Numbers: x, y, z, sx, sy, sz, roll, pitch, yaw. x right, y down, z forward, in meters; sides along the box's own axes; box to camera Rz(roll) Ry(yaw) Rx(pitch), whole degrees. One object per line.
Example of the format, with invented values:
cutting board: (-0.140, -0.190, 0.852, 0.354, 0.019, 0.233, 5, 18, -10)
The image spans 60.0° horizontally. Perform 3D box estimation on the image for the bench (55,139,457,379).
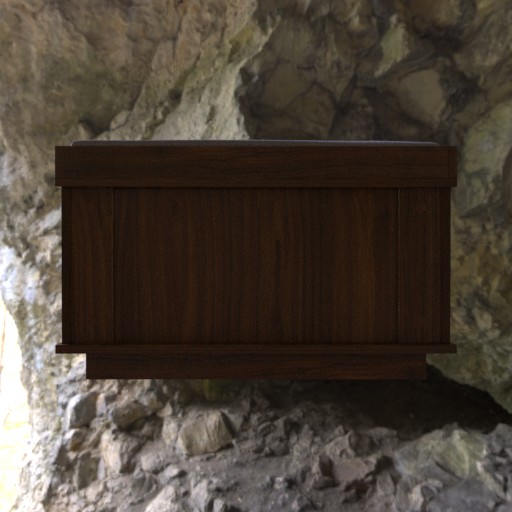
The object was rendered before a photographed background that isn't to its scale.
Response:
bench: (0.000, 0.000, 0.990, 0.734, 0.461, 0.362, 0, 0, 0)
